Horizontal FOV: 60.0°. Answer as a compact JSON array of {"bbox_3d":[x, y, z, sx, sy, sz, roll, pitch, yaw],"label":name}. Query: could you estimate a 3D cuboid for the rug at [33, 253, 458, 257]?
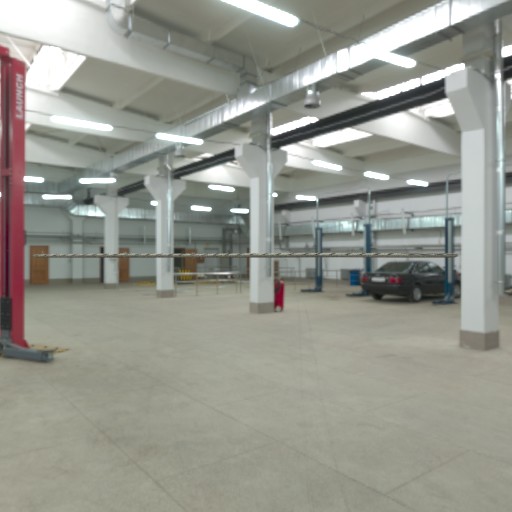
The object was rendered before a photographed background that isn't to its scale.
[{"bbox_3d":[0.000,0.000,3.104,2.406,0.023,1.539,0,0,17],"label":"rug"}]
